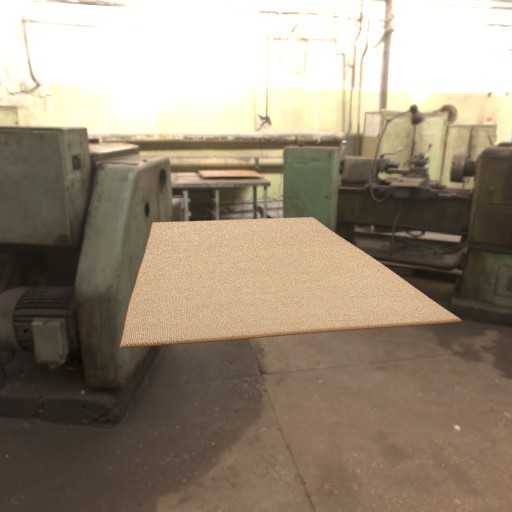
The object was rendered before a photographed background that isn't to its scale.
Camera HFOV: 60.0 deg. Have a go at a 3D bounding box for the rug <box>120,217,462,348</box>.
[{"bbox_3d":[0.000,0.000,2.131,1.078,0.013,1.678,-3,17,-9],"label":"rug"}]
